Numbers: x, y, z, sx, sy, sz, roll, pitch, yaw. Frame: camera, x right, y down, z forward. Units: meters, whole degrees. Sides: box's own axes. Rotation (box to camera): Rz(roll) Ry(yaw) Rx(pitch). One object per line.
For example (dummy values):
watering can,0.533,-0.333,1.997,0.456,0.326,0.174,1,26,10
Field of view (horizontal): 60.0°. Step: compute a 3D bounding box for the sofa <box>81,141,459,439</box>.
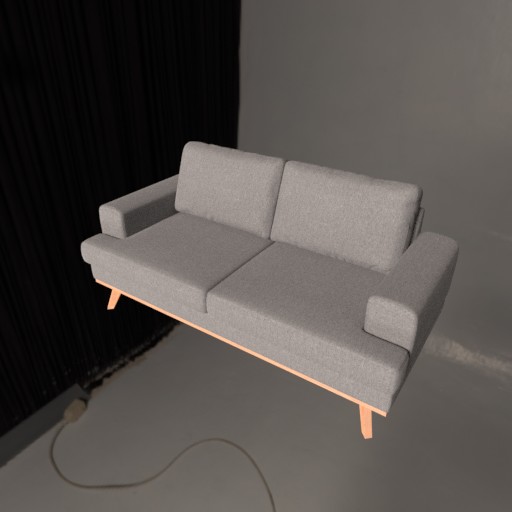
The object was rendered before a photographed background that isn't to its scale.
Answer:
sofa,0.000,0.000,2.111,1.650,0.810,0.785,18,34,29
